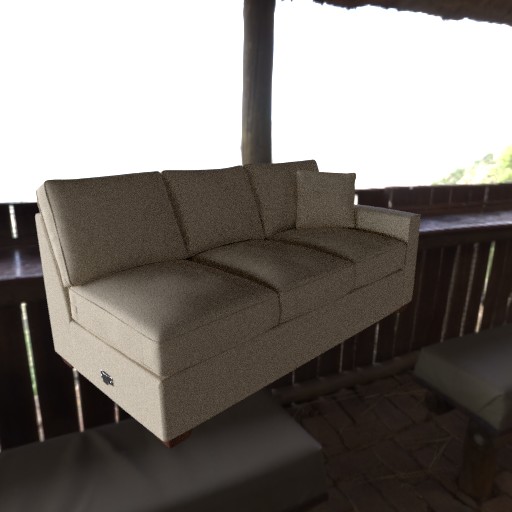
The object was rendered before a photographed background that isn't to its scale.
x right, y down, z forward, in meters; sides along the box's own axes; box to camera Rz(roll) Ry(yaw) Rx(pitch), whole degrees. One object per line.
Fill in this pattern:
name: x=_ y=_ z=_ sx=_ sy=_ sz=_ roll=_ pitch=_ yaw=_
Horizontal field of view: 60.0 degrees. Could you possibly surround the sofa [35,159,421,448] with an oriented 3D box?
sofa: x=0.000 y=0.000 z=2.467 sx=1.034 sy=0.946 sz=1.963 roll=15 pitch=22 yaw=43
